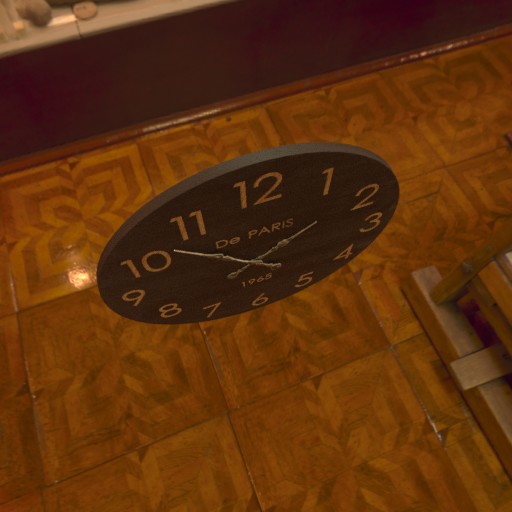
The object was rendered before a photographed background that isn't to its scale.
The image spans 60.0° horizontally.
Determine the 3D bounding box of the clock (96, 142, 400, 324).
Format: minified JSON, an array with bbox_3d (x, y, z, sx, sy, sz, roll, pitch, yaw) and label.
[{"bbox_3d":[0.000,0.000,0.873,0.595,0.595,0.029,-17,65,-8],"label":"clock"}]
